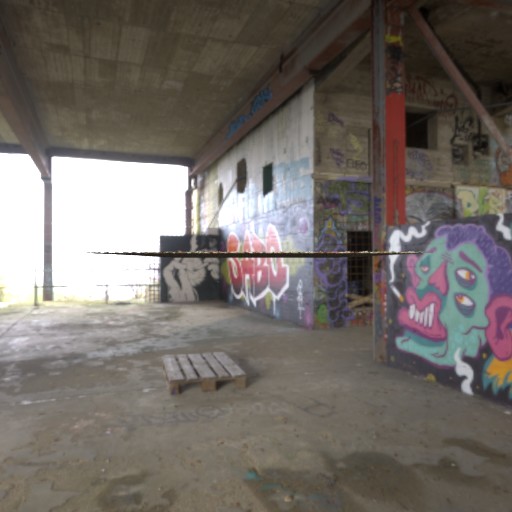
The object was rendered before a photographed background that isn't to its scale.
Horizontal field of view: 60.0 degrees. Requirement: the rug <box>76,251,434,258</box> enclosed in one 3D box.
[{"bbox_3d":[0.000,0.000,3.023,1.524,0.008,2.438,0,-1,0],"label":"rug"}]
